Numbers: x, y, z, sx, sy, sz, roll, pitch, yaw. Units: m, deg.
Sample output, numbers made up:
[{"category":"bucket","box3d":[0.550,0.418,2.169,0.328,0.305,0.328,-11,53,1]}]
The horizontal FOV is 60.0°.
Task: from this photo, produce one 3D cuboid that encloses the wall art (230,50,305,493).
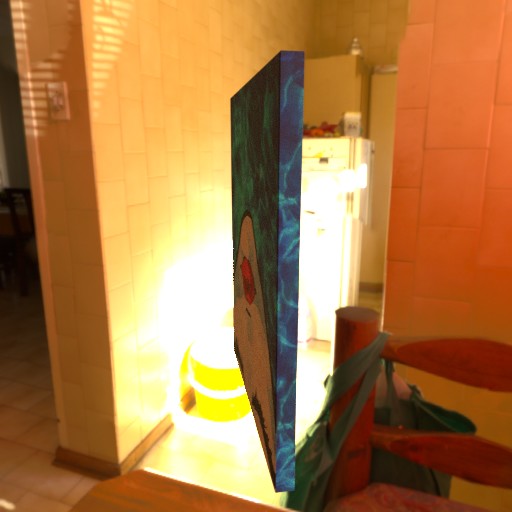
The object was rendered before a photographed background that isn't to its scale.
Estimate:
[{"category":"wall art","box3d":[0.000,0.000,1.029,0.038,0.760,0.609,-2,14,-10]}]
